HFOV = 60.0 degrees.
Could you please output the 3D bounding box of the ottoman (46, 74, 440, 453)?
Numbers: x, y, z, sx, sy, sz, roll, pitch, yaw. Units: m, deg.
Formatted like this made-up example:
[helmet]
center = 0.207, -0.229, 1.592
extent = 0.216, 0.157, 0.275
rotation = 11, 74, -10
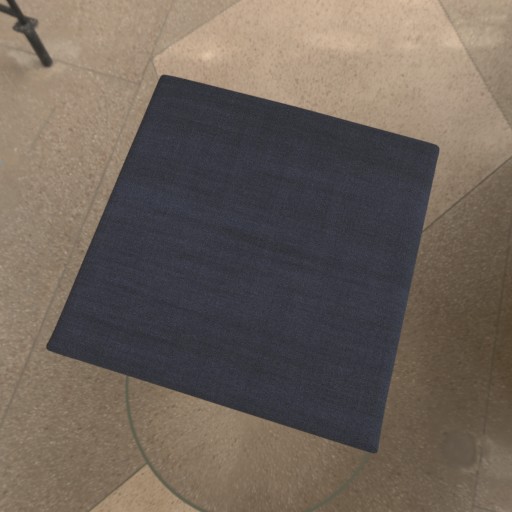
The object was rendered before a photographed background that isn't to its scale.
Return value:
[ottoman]
center = 0.000, 0.000, 1.382
extent = 0.890, 0.411, 0.889
rotation = 16, 75, 4
